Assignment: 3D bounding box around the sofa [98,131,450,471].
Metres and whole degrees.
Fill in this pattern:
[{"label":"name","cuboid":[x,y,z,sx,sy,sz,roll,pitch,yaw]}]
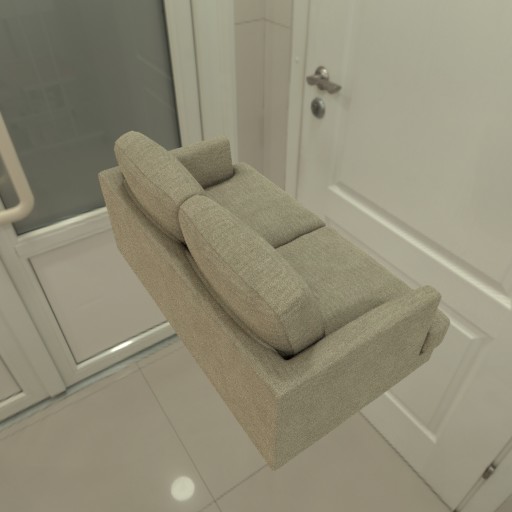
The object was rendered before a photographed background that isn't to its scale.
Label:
[{"label":"sofa","cuboid":[0.000,0.000,2.106,0.903,0.944,1.582,-24,47,-25]}]
